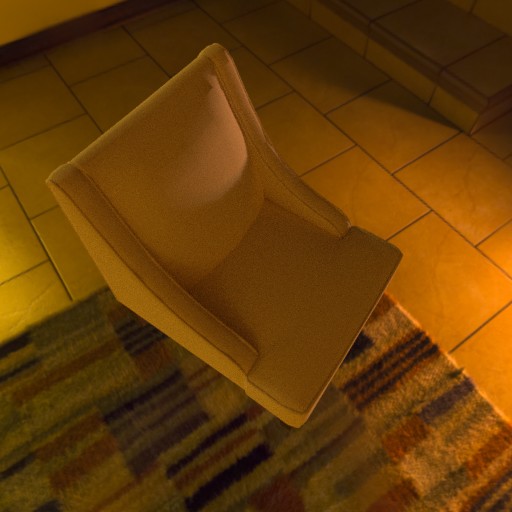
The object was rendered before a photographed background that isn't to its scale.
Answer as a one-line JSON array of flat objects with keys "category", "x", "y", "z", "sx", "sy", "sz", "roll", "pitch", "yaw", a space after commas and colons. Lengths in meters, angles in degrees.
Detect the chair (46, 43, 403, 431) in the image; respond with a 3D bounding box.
[{"category": "chair", "x": 0.000, "y": 0.000, "z": 1.460, "sx": 0.806, "sy": 0.886, "sz": 0.689, "roll": 31, "pitch": 63, "yaw": 17}]
